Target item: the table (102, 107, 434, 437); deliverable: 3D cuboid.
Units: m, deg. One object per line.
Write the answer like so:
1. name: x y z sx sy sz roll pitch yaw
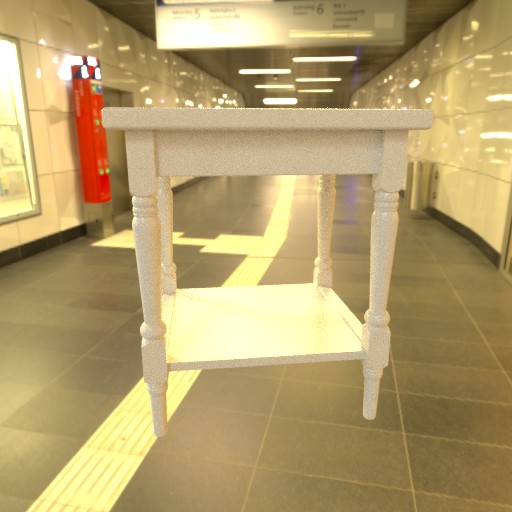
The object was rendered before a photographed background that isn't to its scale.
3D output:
1. table: 0.000 0.000 0.927 0.488 0.565 0.442 -2 16 -7
